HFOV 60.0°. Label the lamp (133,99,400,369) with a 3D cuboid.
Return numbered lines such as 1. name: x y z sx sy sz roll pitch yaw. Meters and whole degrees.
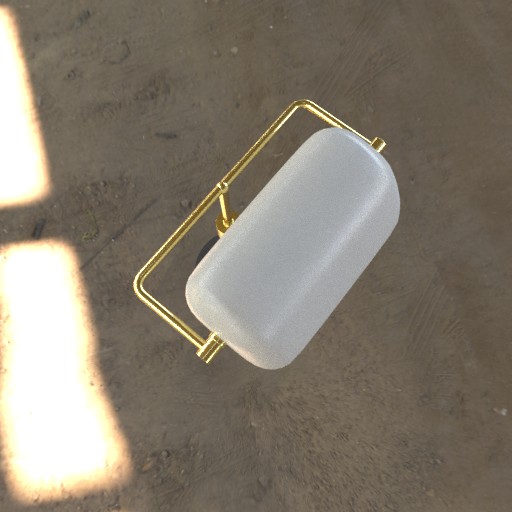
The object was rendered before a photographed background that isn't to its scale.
1. lamp: 0.000 0.000 0.566 0.227 0.404 0.269 38 78 10
